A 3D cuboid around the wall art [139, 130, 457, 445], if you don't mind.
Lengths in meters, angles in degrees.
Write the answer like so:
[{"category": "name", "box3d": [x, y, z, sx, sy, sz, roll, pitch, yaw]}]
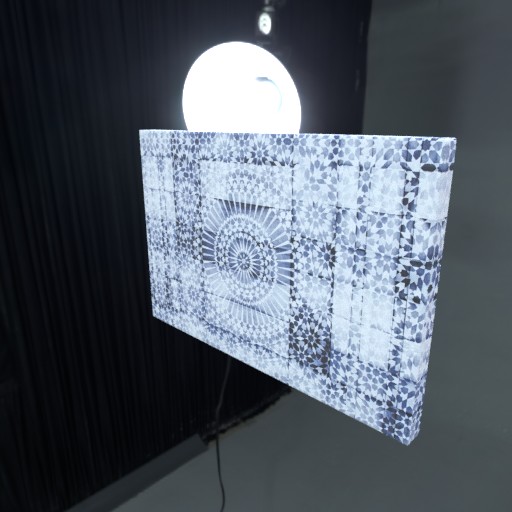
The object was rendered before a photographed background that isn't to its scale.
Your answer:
[{"category": "wall art", "box3d": [0.000, 0.000, 1.135, 0.911, 0.608, 0.057, 16, 23, 41]}]
